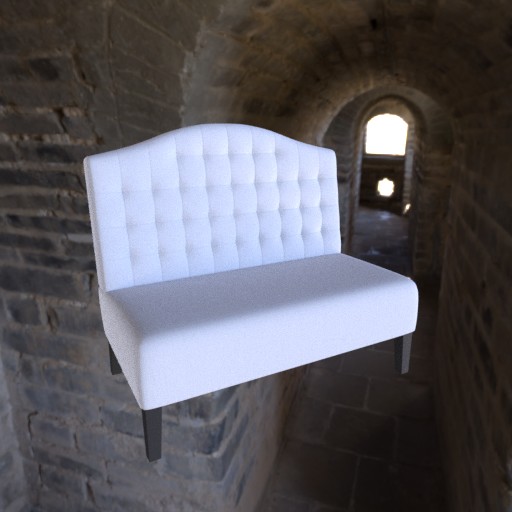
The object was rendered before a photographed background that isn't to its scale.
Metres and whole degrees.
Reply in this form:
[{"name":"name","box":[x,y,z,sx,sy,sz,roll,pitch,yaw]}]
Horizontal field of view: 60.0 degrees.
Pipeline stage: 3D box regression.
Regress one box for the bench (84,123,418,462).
[{"name":"bench","box":[0.000,0.000,2.060,1.335,1.180,0.815,-9,19,-27]}]
